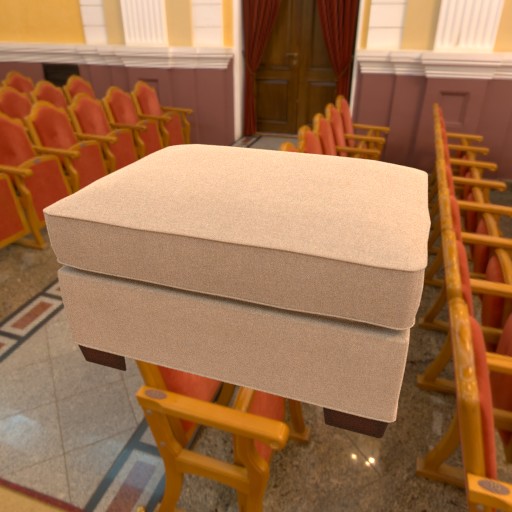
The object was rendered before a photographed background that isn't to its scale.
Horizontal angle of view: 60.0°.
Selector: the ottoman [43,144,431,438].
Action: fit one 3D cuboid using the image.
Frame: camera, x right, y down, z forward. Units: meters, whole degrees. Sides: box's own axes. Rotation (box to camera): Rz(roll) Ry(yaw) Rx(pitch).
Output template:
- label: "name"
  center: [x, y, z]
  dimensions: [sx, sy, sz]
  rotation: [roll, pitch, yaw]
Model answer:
- label: "ottoman"
  center: [0.000, 0.000, 1.231]
  dimensions: [0.846, 0.503, 0.617]
  rotation: [9, 30, 17]
